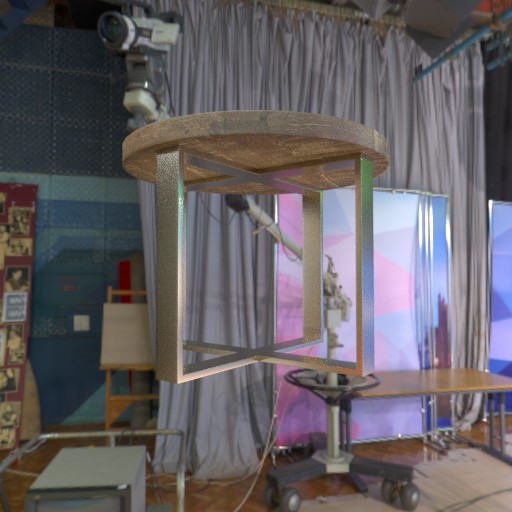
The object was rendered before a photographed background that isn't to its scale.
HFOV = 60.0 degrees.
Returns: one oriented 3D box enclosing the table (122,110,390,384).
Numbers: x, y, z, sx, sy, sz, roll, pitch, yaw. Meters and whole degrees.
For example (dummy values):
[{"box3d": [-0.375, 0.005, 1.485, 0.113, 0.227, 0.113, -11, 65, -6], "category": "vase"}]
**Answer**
[{"box3d": [0.000, 0.000, 0.960, 0.557, 0.437, 0.557, 0, -2, 0], "category": "table"}]
